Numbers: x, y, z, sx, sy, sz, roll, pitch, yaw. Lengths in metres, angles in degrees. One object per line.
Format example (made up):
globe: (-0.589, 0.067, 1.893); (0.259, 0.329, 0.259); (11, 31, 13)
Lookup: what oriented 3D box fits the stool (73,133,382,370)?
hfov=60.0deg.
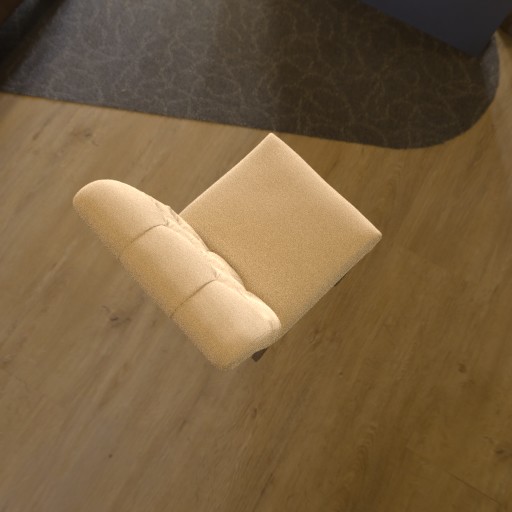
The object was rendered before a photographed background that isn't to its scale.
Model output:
stool: (0.000, 0.000, 1.417); (0.610, 1.118, 0.482); (-42, 79, -11)
